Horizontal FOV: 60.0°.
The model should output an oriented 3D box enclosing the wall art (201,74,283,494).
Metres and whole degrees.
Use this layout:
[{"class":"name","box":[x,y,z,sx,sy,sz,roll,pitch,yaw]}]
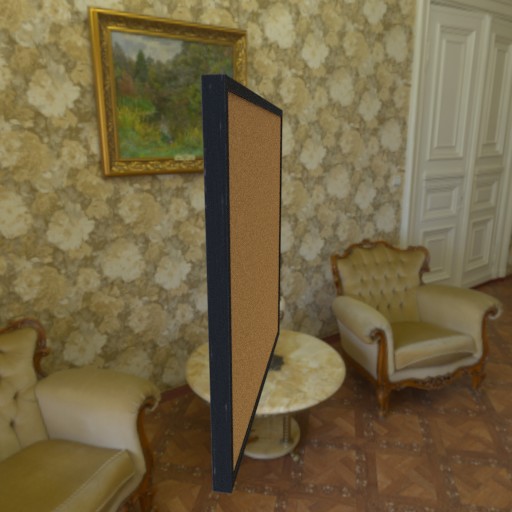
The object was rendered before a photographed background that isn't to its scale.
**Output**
[{"class":"wall art","box":[0.000,0.000,1.132,0.037,0.761,0.761,2,14,10]}]
